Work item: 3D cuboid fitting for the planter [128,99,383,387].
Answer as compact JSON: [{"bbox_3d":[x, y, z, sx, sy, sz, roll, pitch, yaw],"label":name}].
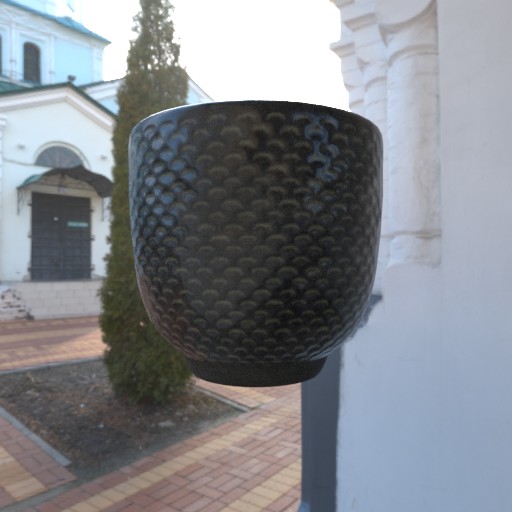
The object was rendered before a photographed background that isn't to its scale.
[{"bbox_3d":[0.000,0.000,0.310,0.172,0.160,0.172,0,-1,0],"label":"planter"}]
